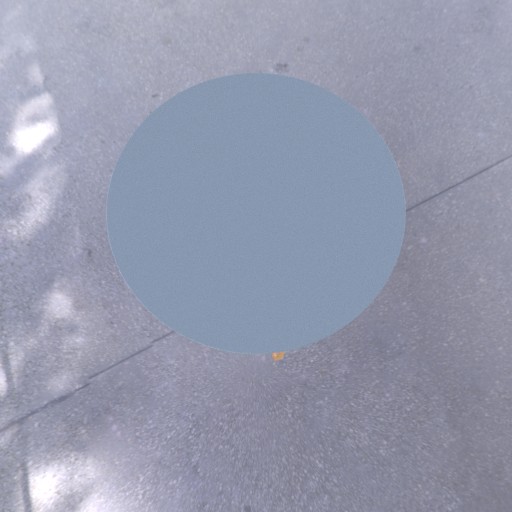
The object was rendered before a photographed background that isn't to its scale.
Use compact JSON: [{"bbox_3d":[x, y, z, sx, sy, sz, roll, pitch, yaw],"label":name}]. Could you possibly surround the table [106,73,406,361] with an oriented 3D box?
[{"bbox_3d":[0.000,0.000,0.761,0.350,0.500,0.350,0,75,0],"label":"table"}]
